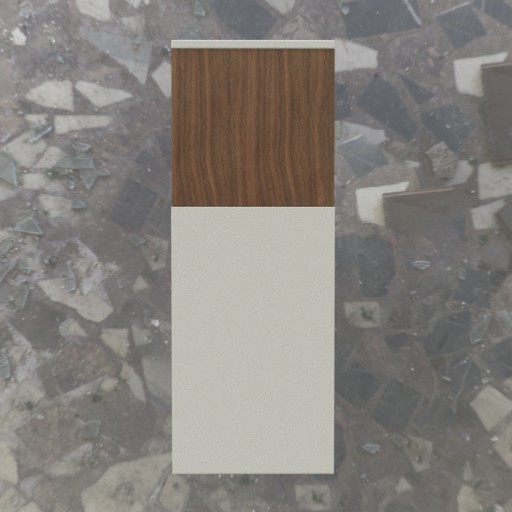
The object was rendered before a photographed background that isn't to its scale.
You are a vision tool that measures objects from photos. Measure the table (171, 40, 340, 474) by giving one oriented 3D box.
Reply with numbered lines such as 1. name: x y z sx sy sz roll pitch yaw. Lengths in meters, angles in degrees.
1. table: 0.000 0.000 1.481 0.418 0.785 1.066 0 91 0
